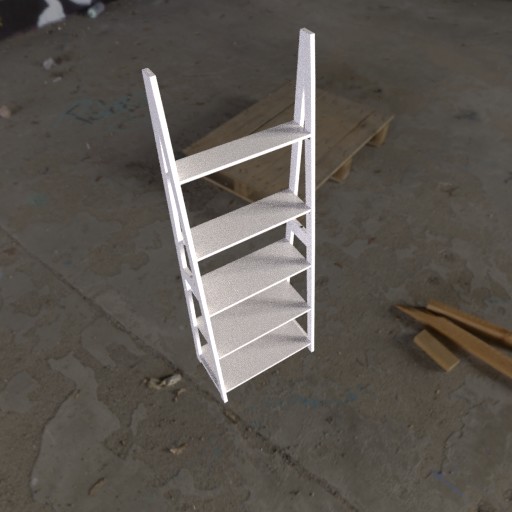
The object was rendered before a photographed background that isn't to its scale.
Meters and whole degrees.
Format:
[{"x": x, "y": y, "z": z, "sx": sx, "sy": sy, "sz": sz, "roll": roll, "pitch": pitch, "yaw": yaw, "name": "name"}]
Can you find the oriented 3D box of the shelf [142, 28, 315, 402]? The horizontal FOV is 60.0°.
[{"x": 0.000, "y": 0.000, "z": 2.059, "sx": 0.636, "sy": 1.779, "sz": 0.341, "roll": -25, "pitch": 52, "yaw": -21, "name": "shelf"}]
